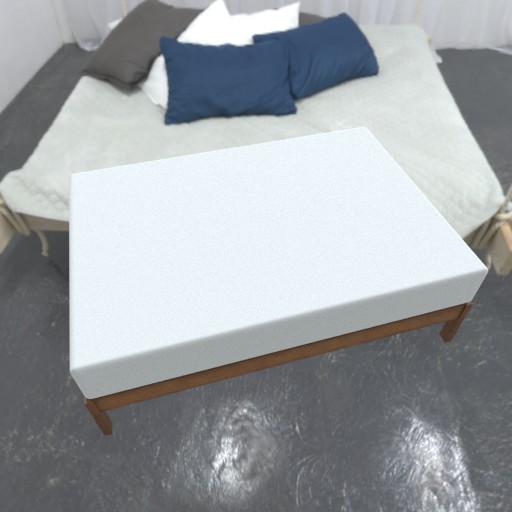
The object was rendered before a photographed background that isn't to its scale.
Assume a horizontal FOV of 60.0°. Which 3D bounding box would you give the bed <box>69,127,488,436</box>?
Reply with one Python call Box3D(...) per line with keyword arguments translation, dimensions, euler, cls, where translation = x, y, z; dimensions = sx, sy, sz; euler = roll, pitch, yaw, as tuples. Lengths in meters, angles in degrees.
Box3D(translation=(0.000, 0.000, 2.564), dimensions=(1.927, 0.616, 1.348), euler=(-12, 48, -11), cls="bed")
